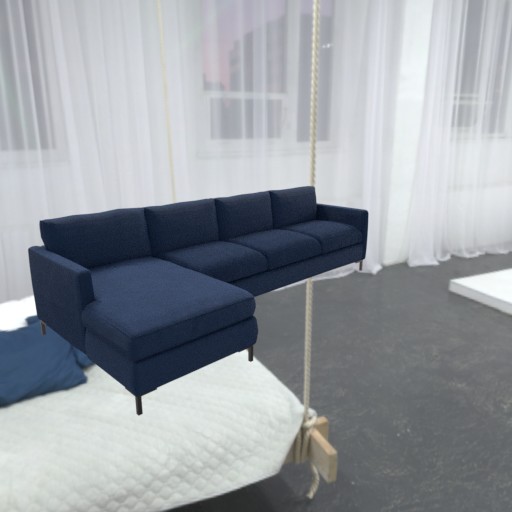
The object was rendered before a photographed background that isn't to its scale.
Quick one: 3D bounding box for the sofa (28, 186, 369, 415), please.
[{"bbox_3d":[0.000,0.000,2.878,2.450,0.679,1.128,-15,21,-43],"label":"sofa"}]
